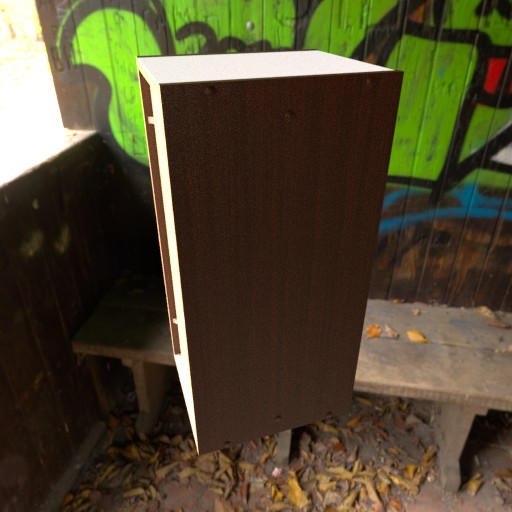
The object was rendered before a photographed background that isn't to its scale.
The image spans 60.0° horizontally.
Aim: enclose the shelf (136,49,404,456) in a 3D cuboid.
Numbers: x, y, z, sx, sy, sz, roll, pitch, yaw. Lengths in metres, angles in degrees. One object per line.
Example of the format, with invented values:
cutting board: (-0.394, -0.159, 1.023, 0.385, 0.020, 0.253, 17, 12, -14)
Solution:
shelf: (0.000, 0.000, 0.745, 0.290, 0.600, 0.253, -10, 32, -16)
